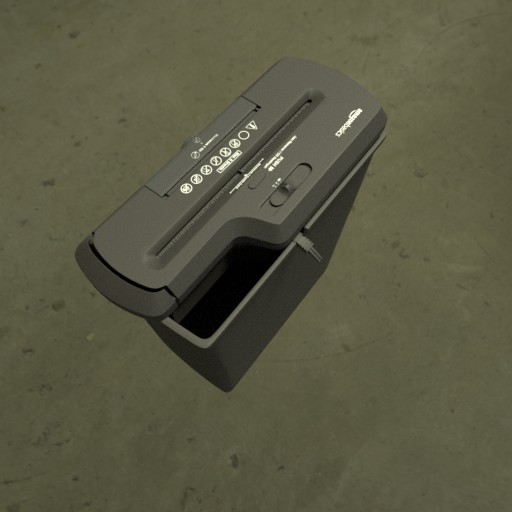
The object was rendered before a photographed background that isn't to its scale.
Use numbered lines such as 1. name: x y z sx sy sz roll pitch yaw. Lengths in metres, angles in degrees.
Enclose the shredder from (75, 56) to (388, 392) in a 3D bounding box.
1. shredder: 0.000 0.000 0.533 0.170 0.335 0.320 35 68 16
